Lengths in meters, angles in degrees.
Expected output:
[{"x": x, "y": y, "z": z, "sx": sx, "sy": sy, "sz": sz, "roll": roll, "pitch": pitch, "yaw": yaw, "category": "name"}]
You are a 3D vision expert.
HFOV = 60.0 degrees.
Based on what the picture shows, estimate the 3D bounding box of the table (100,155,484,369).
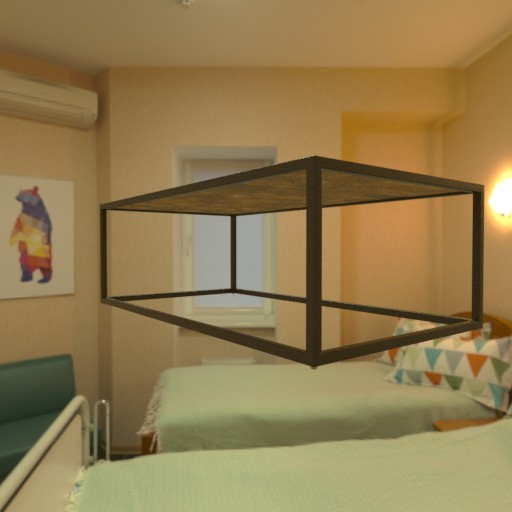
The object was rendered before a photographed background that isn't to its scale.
[{"x": 0.000, "y": 0.000, "z": 1.488, "sx": 0.649, "sy": 0.398, "sz": 1.199, "roll": -1, "pitch": 2, "yaw": -37, "category": "table"}]
